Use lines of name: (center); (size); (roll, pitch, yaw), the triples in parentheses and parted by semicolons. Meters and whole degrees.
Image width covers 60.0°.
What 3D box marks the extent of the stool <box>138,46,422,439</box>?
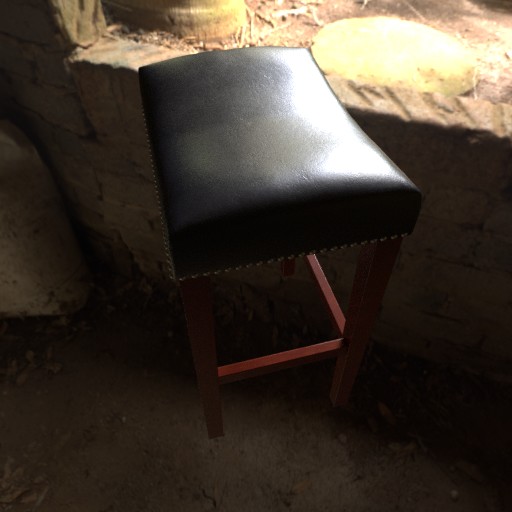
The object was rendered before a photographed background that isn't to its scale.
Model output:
stool: (0.000, 0.000, 1.001); (0.372, 0.742, 0.504); (-11, 49, -10)
